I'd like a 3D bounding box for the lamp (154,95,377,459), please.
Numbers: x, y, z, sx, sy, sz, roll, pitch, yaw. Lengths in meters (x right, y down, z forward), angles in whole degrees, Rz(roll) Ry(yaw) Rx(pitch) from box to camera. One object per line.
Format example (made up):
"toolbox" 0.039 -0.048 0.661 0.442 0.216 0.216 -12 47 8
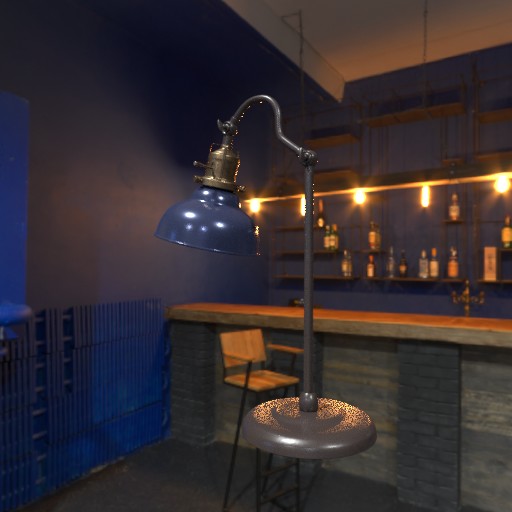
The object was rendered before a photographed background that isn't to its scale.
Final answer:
"lamp" 0.000 0.000 0.698 0.374 0.508 0.192 -1 -2 34
